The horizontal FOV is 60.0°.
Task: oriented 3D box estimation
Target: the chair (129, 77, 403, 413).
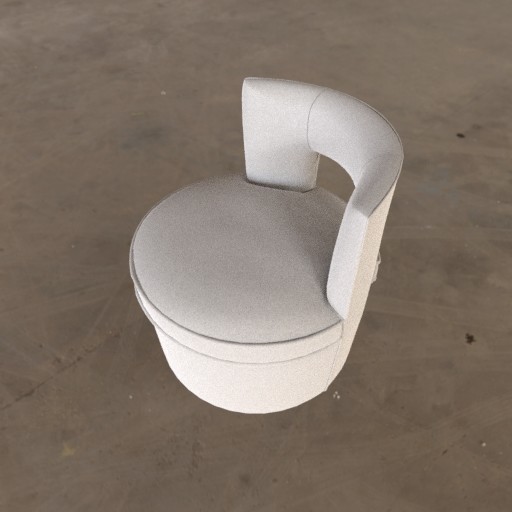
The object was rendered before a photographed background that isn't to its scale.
[{"bbox_3d":[0.000,0.000,1.214,0.665,0.723,0.650,-16,48,-15],"label":"chair"}]
